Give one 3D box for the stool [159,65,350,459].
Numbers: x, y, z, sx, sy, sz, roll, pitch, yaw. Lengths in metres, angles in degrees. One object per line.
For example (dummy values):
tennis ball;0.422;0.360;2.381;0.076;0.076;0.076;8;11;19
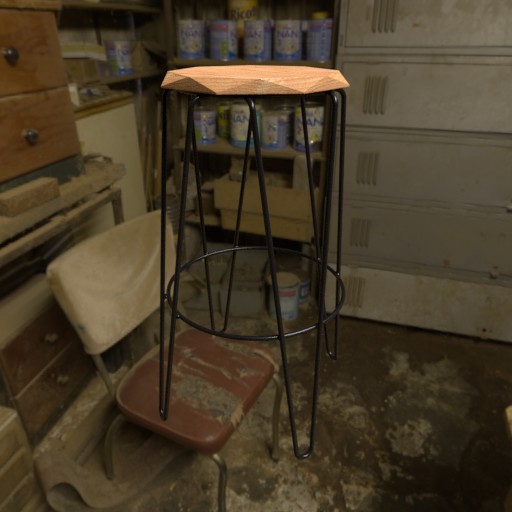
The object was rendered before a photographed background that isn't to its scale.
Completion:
stool;0.000;0.000;0.790;0.326;0.610;0.326;9;28;17
